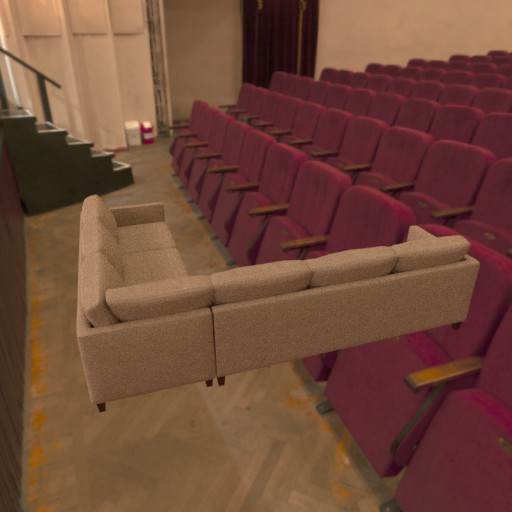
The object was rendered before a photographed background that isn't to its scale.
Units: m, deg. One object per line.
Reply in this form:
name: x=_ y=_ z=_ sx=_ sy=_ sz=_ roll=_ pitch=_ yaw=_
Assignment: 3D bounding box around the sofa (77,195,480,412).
sofa: x=0.000 y=0.000 z=4.504 sx=3.333 sy=0.934 sz=2.522 roll=-9 pitch=28 yaw=-17
